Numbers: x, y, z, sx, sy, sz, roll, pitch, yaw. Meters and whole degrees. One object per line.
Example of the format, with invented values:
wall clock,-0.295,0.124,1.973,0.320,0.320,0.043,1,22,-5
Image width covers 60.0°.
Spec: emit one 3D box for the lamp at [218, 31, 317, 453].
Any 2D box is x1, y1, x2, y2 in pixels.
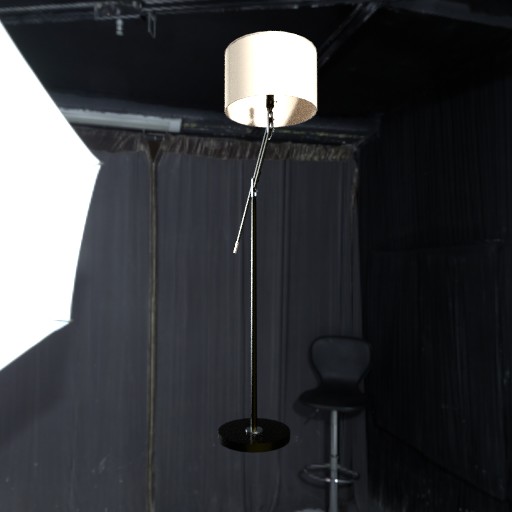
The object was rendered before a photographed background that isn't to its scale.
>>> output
lamp,0.000,0.000,1.995,0.373,1.635,0.809,1,-2,-16
